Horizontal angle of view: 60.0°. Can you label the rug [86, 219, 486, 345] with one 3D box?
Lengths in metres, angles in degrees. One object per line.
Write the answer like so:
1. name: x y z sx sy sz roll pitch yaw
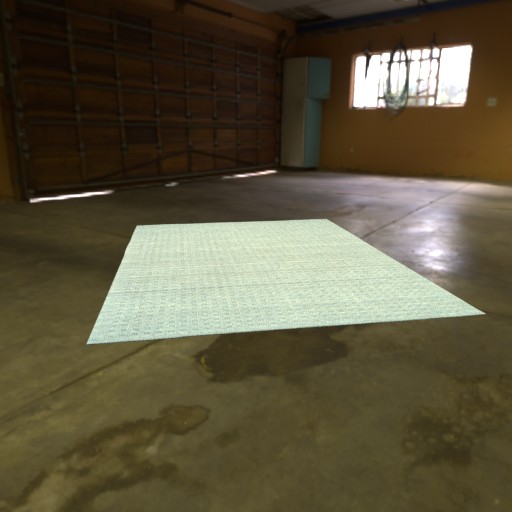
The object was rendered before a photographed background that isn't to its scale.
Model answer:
1. rug: 0.000 0.000 4.139 2.443 0.007 3.200 -3 16 -9
